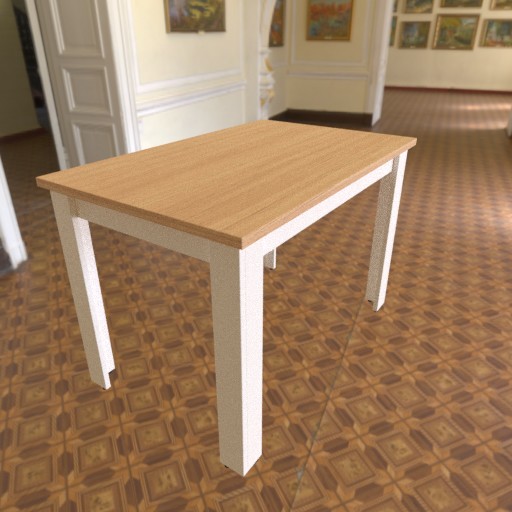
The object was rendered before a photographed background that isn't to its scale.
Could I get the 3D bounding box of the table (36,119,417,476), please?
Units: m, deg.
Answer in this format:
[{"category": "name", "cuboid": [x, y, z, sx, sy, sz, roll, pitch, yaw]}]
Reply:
[{"category": "table", "cuboid": [0.000, 0.000, 1.596, 0.700, 0.734, 1.100, 17, 32, 31]}]
